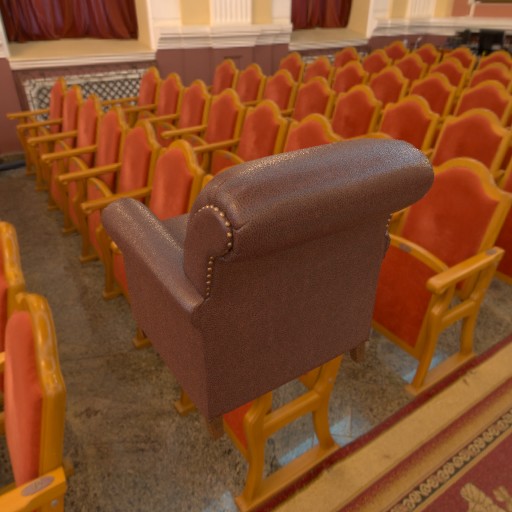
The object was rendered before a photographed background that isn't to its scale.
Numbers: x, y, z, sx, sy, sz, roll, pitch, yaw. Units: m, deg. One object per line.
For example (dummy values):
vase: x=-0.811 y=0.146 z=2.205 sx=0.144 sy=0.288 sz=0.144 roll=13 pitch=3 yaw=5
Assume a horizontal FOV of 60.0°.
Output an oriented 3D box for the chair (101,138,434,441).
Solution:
chair: x=0.000 y=0.000 z=1.592 sx=0.854 sy=0.927 sz=0.890 roll=-18 pitch=35 yaw=-29
